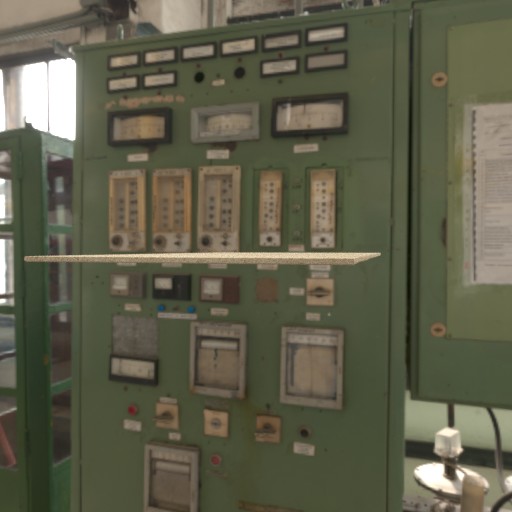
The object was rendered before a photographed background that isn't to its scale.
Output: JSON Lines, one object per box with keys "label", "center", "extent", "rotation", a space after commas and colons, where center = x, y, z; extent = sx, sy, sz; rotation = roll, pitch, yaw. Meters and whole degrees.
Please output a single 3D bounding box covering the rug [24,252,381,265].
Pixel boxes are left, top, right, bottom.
{"label": "rug", "center": [0.000, 0.000, 2.939], "extent": [1.500, 0.025, 2.346], "rotation": [0, 1, 18]}
